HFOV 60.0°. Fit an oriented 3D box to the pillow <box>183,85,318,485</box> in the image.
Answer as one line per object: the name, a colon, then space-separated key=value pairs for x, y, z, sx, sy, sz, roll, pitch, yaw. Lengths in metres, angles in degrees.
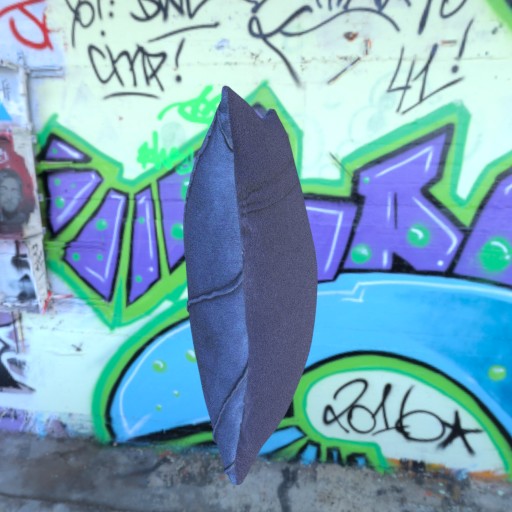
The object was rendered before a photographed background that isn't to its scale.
pillow: x=0.000 y=0.000 z=0.655 sx=0.183 sy=0.440 sz=0.439 roll=2 pitch=15 yaw=8
